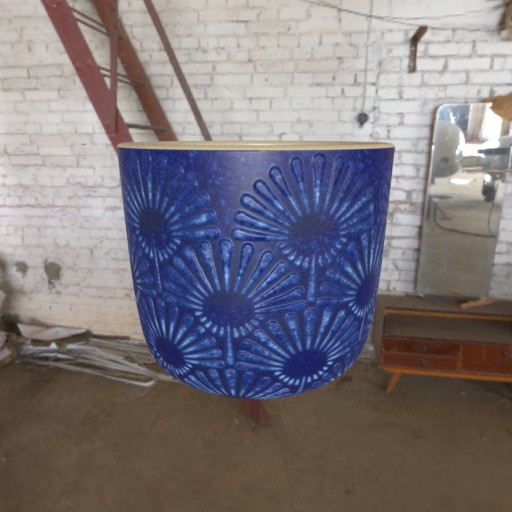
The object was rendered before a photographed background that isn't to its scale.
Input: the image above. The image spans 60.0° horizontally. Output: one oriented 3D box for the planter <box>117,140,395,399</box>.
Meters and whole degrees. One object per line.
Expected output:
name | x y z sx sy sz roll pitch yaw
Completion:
planter | 0.000 0.000 0.220 0.124 0.109 0.124 0 15 0
